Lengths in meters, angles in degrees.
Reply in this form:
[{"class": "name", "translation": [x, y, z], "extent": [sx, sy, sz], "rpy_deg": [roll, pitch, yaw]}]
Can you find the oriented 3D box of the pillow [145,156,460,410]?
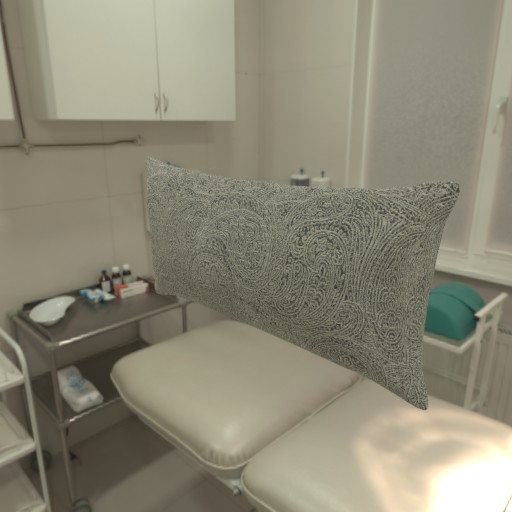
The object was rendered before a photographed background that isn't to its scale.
[{"class": "pillow", "translation": [0.000, 0.000, 0.729], "extent": [0.615, 0.295, 0.151], "rpy_deg": [16, 23, 42]}]
